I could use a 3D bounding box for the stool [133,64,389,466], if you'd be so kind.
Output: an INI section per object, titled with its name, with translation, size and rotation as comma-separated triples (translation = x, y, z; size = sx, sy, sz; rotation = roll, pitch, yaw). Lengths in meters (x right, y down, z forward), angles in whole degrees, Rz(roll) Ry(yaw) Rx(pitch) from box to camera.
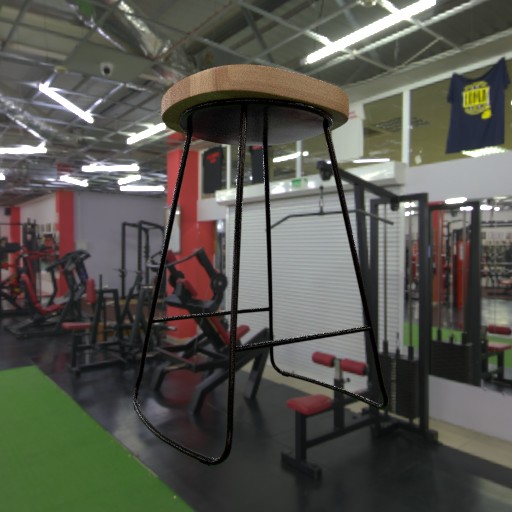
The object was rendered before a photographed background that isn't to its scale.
[stool]
translation = 0.000, 0.000, 0.976
size = 0.480, 0.679, 0.401
rotation = -1, 1, -36
